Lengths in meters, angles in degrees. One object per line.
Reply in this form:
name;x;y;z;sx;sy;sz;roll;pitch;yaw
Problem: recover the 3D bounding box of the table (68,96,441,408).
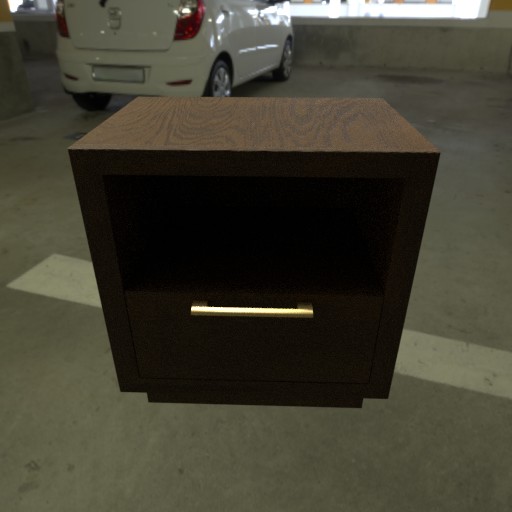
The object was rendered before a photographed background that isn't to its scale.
table;0.000;0.000;0.971;0.560;0.585;0.439;1;30;2
